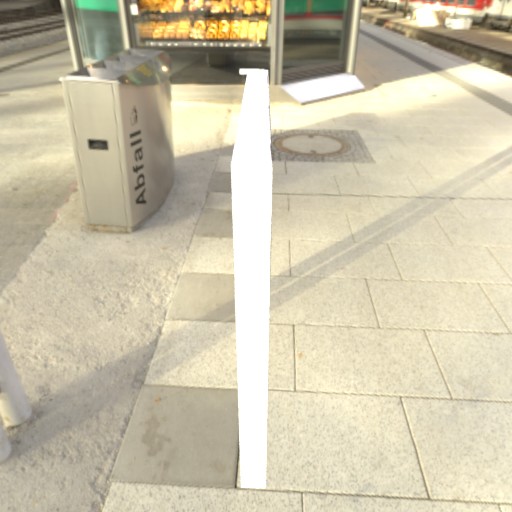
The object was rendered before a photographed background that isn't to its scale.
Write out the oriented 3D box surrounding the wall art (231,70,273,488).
[{"bbox_3d":[0.000,0.000,0.750,0.038,0.508,0.508,0,32,1],"label":"wall art"}]
